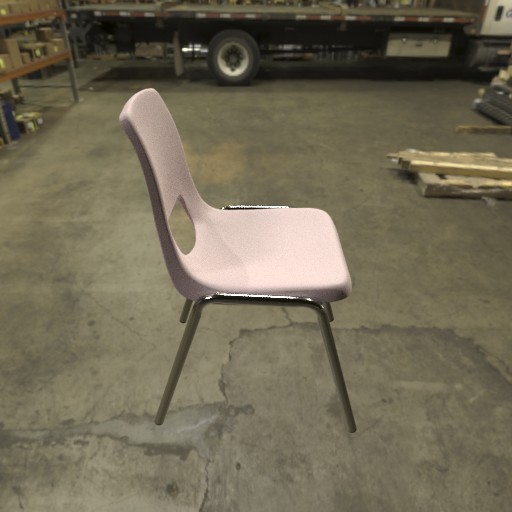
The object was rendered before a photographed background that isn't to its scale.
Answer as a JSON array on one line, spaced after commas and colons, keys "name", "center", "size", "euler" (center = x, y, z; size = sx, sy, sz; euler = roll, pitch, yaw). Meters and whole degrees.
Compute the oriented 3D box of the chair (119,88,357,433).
[{"name": "chair", "center": [0.000, 0.000, 0.934], "size": [0.436, 0.653, 0.381], "euler": [0, 32, 1]}]
